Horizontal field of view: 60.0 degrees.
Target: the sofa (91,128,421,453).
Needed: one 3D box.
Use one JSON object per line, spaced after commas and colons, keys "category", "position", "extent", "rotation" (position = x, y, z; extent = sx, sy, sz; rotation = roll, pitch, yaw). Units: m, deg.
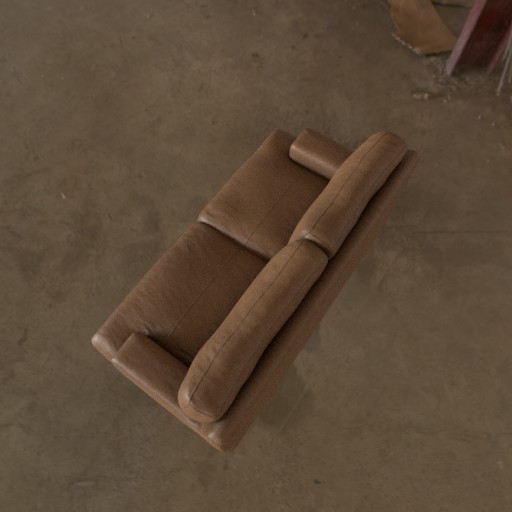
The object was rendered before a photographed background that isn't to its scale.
{"category": "sofa", "position": [0.000, 0.000, 2.509], "extent": [0.962, 0.980, 1.855], "rotation": [32, 69, 14]}
